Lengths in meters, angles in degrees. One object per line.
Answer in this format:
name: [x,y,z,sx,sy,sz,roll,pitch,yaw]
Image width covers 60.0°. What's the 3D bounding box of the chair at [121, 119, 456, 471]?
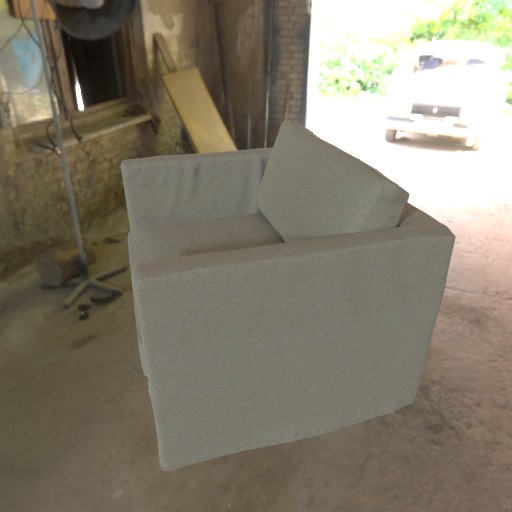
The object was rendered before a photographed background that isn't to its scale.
chair: [0.000,0.000,1.725,0.949,0.863,1.057,-8,30,-14]
